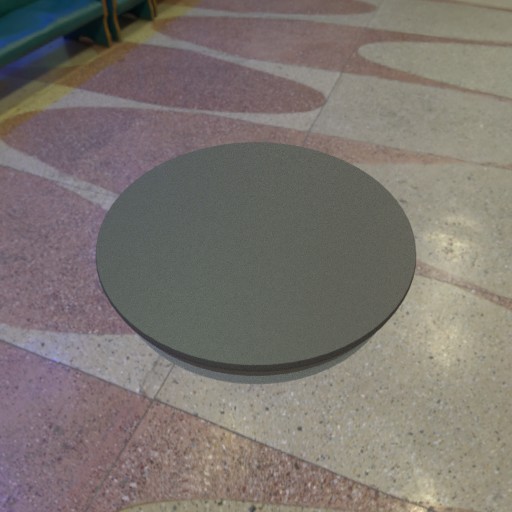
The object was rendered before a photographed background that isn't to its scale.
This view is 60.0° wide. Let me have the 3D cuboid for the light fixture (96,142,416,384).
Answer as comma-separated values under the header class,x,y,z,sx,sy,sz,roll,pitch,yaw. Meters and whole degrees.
class,x,y,z,sx,sy,sz,roll,pitch,yaw
light fixture,0.000,0.000,0.557,0.368,0.100,0.368,0,46,0
